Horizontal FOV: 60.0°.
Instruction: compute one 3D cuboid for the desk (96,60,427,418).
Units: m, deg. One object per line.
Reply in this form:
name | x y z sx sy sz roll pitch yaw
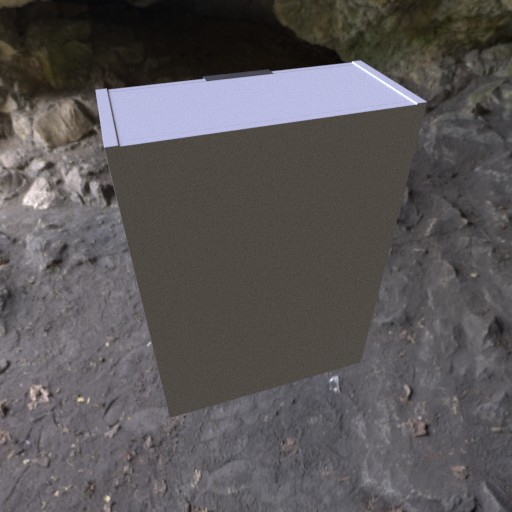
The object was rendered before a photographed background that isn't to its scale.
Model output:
desk | 0.000 0.000 1.629 0.850 1.190 0.390 -12 42 -14
